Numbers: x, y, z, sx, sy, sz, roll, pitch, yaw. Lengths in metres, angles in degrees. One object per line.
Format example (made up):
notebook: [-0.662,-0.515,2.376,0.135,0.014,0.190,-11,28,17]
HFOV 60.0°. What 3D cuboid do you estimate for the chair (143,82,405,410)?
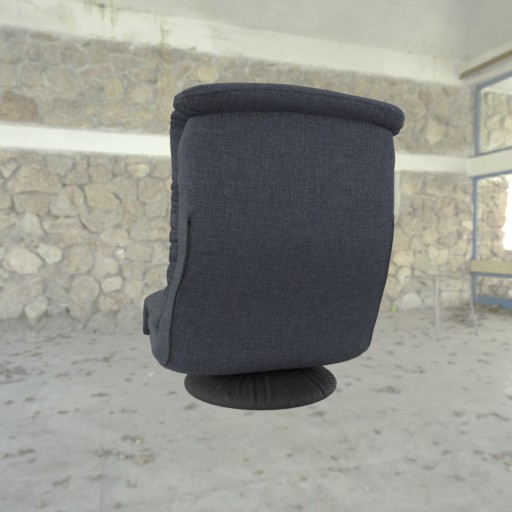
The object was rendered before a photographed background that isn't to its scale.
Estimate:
chair: [0.000,0.000,1.261,0.597,0.749,0.668,0,1,-18]
